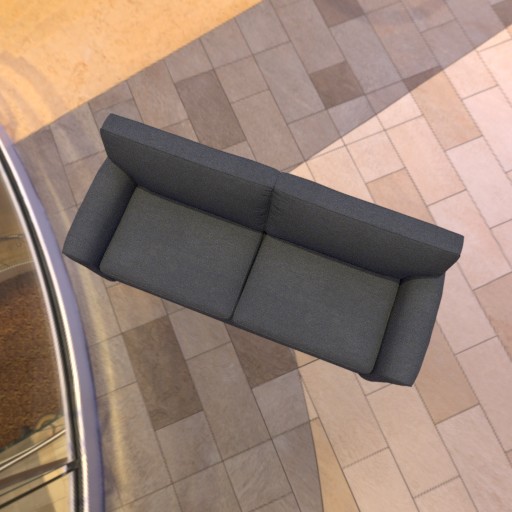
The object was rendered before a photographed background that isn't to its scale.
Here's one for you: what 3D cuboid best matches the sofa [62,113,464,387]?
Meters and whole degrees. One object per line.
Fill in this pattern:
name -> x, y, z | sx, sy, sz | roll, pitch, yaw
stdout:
sofa -> 0.000, 0.000, 2.951 | 2.391, 1.026, 0.954 | 20, 76, 5
